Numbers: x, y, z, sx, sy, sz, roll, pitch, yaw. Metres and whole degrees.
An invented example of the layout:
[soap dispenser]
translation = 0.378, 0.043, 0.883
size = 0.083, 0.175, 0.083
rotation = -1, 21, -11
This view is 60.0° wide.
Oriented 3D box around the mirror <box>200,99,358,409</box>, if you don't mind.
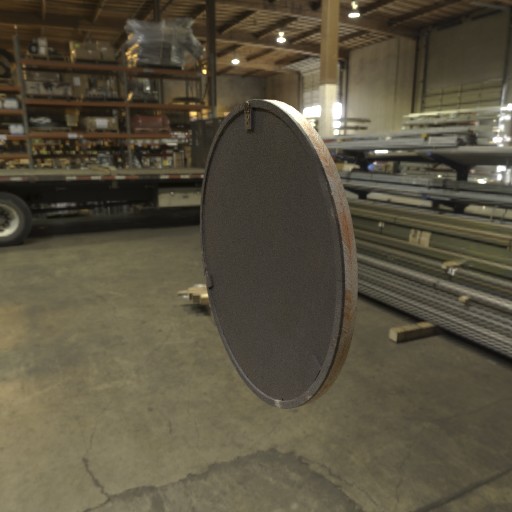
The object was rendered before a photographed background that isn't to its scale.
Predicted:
[mirror]
translation = 0.000, 0.000, 1.067
size = 0.038, 0.710, 0.710
rotation = -7, 15, -26
